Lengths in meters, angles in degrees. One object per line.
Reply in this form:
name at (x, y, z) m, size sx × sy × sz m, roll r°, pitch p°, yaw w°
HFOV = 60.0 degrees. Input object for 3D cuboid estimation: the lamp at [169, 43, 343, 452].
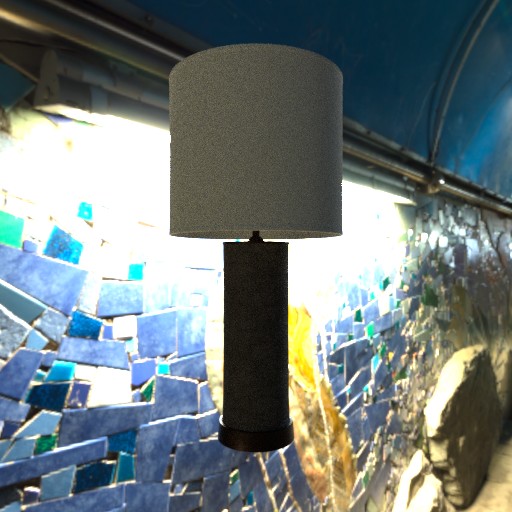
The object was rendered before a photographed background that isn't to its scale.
lamp at (0.000, 0.000, 0.778) m, size 0.301 × 0.630 × 0.301 m, roll 0°, pitch -1°, yaw -36°
